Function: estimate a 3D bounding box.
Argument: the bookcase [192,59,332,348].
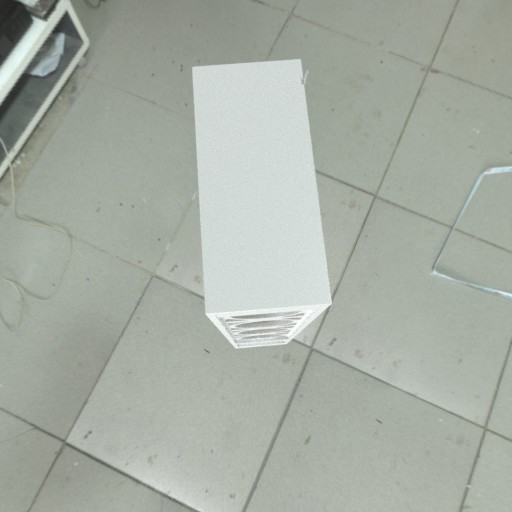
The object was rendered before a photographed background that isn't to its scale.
[{"bbox_3d":[0.000,0.000,2.125,0.361,1.869,0.761,-5,75,-1],"label":"bookcase"}]
